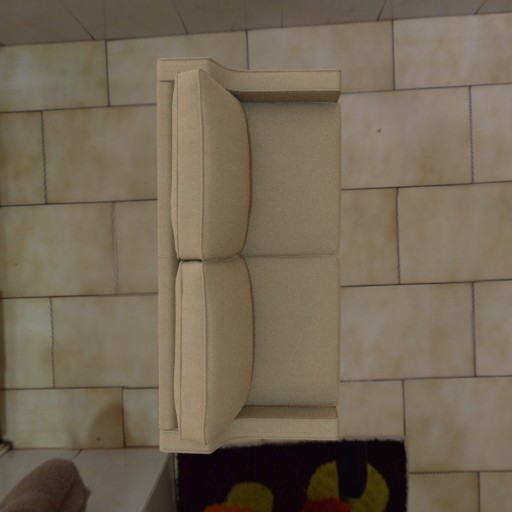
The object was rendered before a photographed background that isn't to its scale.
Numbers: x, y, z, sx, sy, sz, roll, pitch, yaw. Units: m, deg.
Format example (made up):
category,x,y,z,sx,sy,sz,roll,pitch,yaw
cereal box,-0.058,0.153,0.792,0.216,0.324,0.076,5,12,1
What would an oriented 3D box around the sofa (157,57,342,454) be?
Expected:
category,x,y,z,sx,sy,sz,roll,pitch,yaw
sofa,0.000,0.000,2.779,1.066,1.071,2.178,0,92,3
